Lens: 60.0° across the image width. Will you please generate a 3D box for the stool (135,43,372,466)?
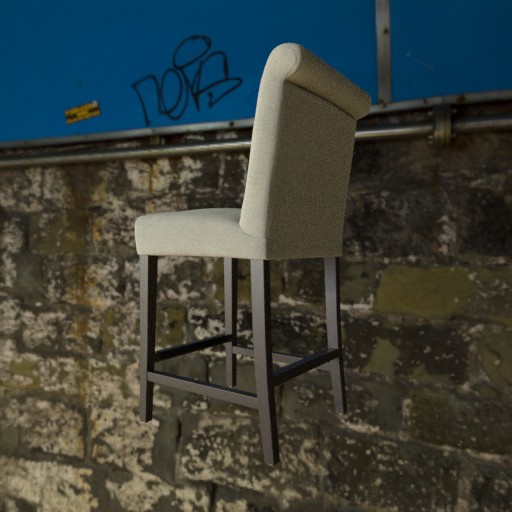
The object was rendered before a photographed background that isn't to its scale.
[{"bbox_3d":[0.000,0.000,1.393,0.601,1.040,0.493,1,2,36],"label":"stool"}]
